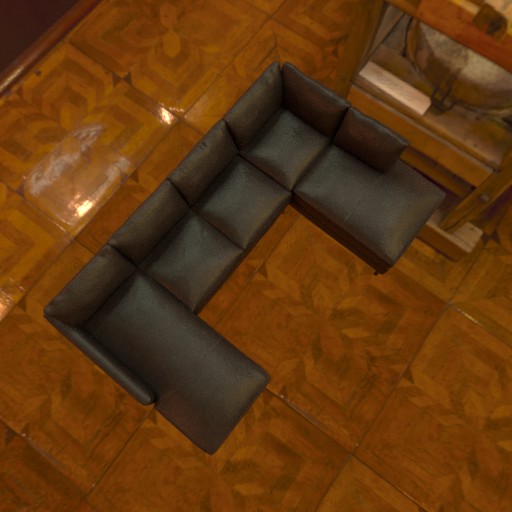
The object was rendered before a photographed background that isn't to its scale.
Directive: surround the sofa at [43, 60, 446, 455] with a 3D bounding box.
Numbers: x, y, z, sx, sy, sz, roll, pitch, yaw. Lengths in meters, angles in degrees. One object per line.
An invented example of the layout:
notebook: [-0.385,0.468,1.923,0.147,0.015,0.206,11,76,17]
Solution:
sofa: [0.000,0.000,3.784,1.939,0.900,2.956,38,78,9]
